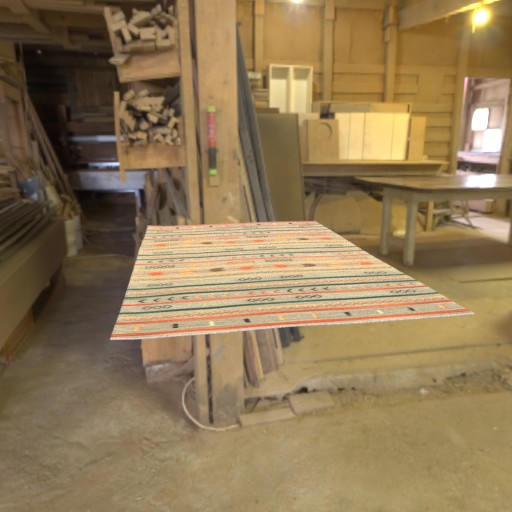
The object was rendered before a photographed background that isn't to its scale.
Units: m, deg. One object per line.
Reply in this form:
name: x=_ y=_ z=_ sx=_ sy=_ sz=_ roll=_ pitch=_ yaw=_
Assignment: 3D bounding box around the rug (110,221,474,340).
rug: x=0.000 y=0.000 z=2.308 sx=1.220 sy=0.017 sz=1.835 roll=-3 pitch=15 yaw=-10
